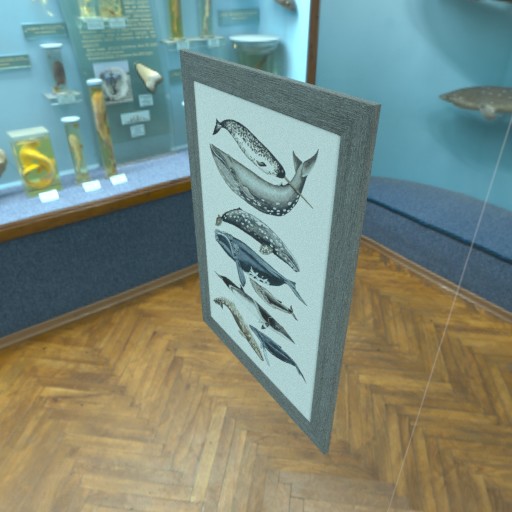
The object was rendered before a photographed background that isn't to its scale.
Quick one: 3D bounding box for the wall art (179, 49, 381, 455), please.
[{"bbox_3d":[0.000,0.000,1.360,0.020,1.070,0.768,-21,39,-29],"label":"wall art"}]
